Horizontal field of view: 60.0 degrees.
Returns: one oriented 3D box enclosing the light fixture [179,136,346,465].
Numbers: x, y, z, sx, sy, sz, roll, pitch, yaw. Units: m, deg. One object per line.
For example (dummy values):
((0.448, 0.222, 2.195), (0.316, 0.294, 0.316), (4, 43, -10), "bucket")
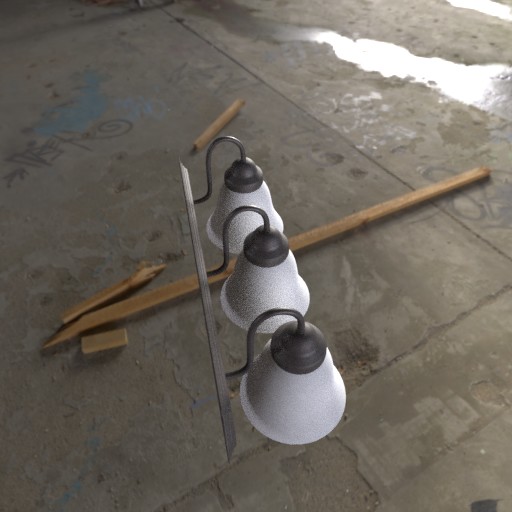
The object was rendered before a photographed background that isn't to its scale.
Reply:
((0.000, 0.000, 0.737), (0.199, 0.222, 0.610), (-9, 47, -8), "light fixture")
